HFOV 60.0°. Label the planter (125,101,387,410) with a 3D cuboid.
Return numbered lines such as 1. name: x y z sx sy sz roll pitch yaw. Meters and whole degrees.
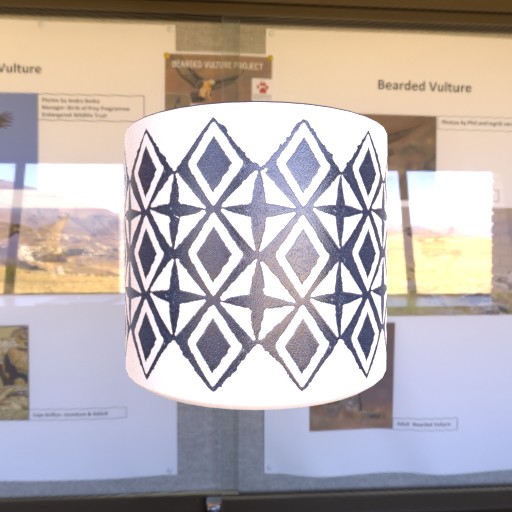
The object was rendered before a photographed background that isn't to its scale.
1. planter: 0.000 0.000 0.320 0.182 0.165 0.182 0 1 0
